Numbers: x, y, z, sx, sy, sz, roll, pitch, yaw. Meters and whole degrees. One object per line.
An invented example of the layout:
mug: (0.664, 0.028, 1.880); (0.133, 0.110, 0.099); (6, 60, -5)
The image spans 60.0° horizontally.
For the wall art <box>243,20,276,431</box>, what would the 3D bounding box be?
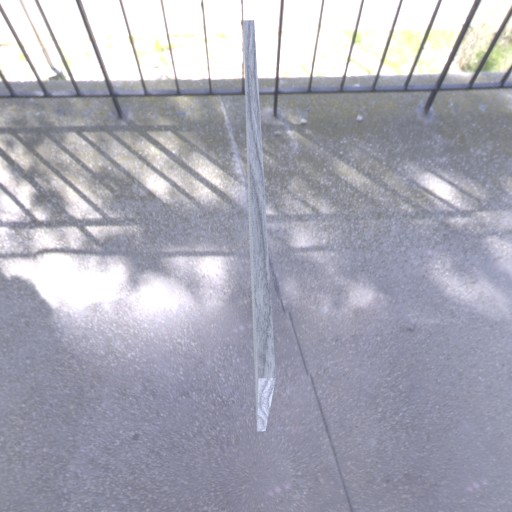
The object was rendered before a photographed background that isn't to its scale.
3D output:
wall art: (0.000, 0.000, 0.749); (0.016, 0.507, 0.508); (-2, 63, -1)
